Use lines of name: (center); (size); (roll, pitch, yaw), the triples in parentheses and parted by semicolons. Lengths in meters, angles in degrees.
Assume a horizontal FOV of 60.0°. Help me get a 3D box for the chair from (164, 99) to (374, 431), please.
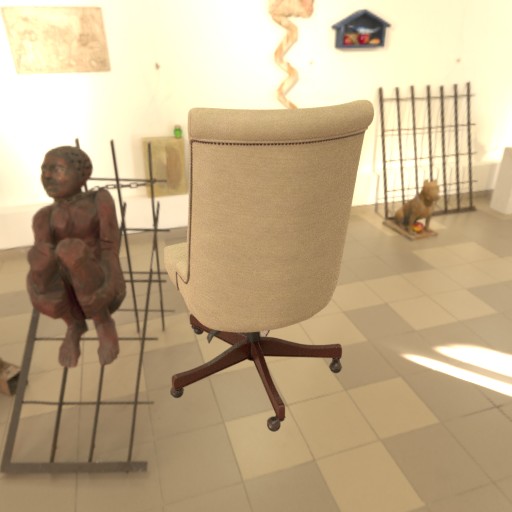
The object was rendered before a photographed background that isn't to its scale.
chair: (0.000, 0.000, 1.445); (0.645, 1.010, 0.696); (-8, 28, -16)
